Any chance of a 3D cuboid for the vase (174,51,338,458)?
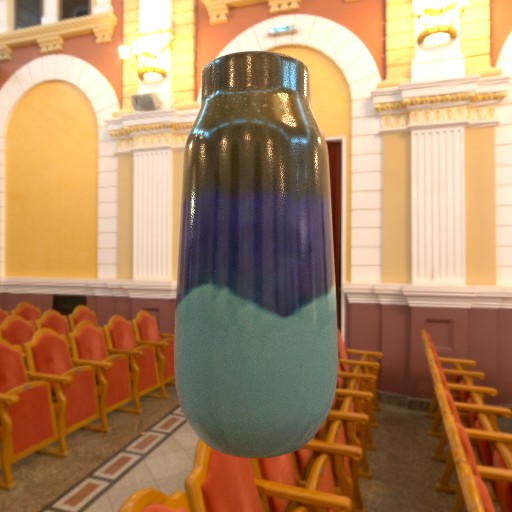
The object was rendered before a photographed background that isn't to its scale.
[{"bbox_3d":[0.000,0.000,0.380,0.139,0.313,0.139,0,0,0],"label":"vase"}]
